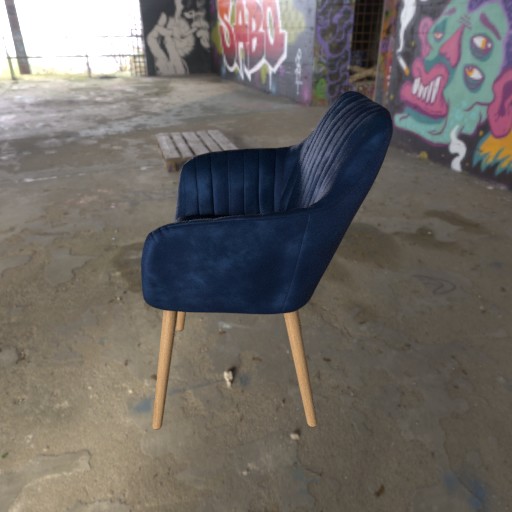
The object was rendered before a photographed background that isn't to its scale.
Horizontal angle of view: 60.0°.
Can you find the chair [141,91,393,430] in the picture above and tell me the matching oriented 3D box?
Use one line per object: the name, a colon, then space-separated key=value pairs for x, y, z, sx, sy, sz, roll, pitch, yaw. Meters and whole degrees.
chair: x=0.000 y=0.000 z=1.229 sx=0.573 sy=0.826 sz=0.578 roll=0 pitch=27 yaw=0
